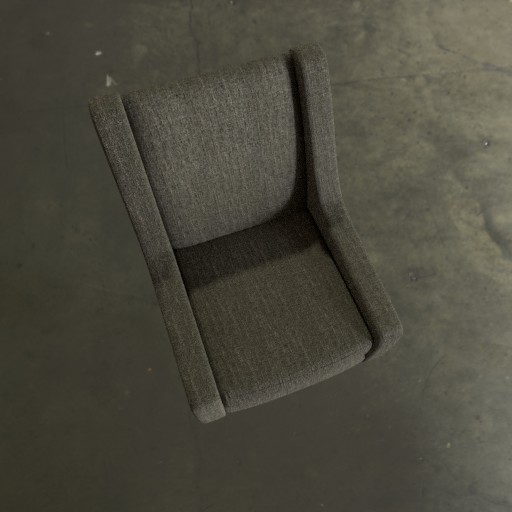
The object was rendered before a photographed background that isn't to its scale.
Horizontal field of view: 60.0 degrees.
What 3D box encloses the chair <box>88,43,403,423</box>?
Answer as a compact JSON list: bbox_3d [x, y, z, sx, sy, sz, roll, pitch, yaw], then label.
[{"bbox_3d":[0.000,0.000,1.672,0.793,1.012,0.944,-18,64,-9],"label":"chair"}]
